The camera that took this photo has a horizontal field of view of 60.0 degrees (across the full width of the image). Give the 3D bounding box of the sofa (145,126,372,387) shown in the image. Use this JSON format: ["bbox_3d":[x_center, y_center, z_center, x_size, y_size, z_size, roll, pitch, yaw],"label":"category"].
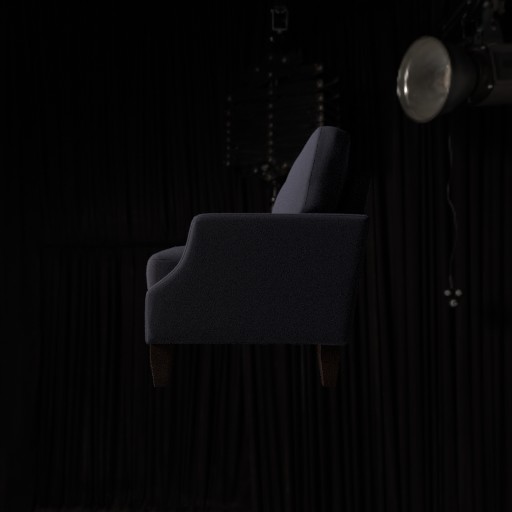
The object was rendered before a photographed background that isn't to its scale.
[{"bbox_3d":[0.000,0.000,2.654,0.888,0.984,2.115,0,-1,-1],"label":"sofa"}]
